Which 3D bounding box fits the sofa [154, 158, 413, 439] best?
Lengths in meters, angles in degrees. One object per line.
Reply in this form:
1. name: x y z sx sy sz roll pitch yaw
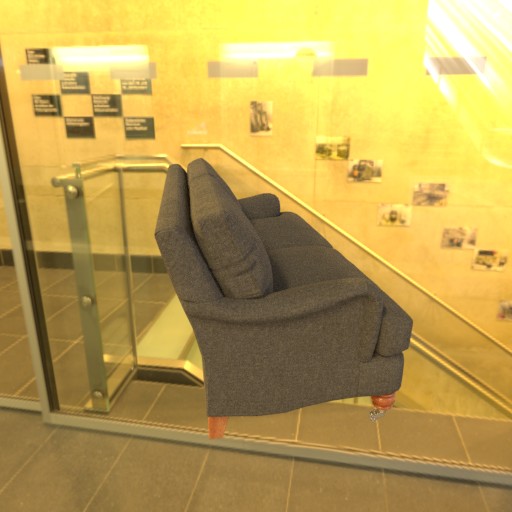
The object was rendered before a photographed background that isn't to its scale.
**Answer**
1. sofa: 0.000 0.000 2.797 1.087 1.054 2.160 -3 18 -9
